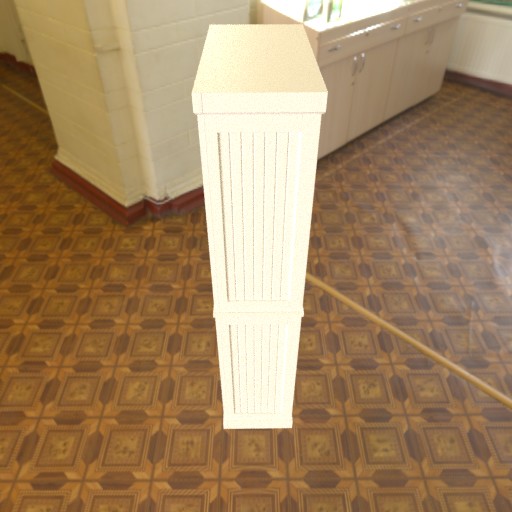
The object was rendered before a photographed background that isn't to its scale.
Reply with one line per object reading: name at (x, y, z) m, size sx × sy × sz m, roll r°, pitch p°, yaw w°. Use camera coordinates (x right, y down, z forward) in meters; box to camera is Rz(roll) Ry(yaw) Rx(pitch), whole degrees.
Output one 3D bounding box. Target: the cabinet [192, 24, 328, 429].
cabinet at (0.000, 0.000, 2.106) m, size 0.390 × 1.829 × 0.754 m, roll 0°, pitch 40°, yaw -1°
